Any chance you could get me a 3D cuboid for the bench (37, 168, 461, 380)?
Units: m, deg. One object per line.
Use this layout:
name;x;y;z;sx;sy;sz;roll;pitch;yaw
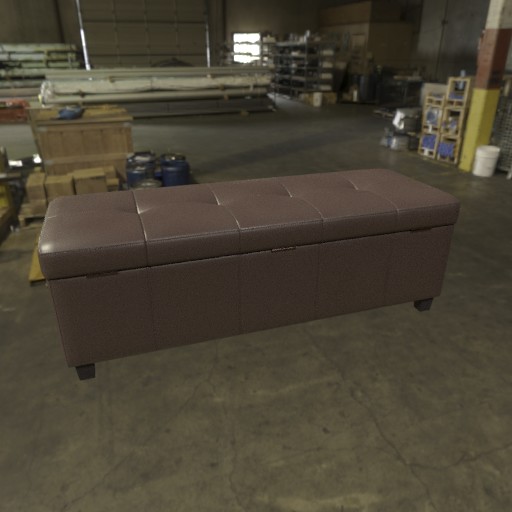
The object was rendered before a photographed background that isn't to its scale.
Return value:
bench;0.000;0.000;1.454;1.219;0.417;0.450;-8;26;-17
